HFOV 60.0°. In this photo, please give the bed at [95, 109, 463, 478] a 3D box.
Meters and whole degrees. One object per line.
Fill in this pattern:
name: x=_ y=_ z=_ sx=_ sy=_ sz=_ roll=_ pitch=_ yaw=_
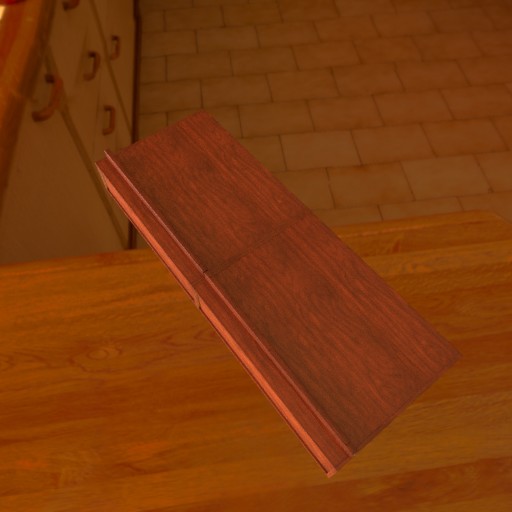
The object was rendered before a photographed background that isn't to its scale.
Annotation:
bed: x=0.000 y=0.000 z=2.372 sx=0.787 sy=0.326 sz=2.057 roll=-33 pitch=64 yaw=-19
